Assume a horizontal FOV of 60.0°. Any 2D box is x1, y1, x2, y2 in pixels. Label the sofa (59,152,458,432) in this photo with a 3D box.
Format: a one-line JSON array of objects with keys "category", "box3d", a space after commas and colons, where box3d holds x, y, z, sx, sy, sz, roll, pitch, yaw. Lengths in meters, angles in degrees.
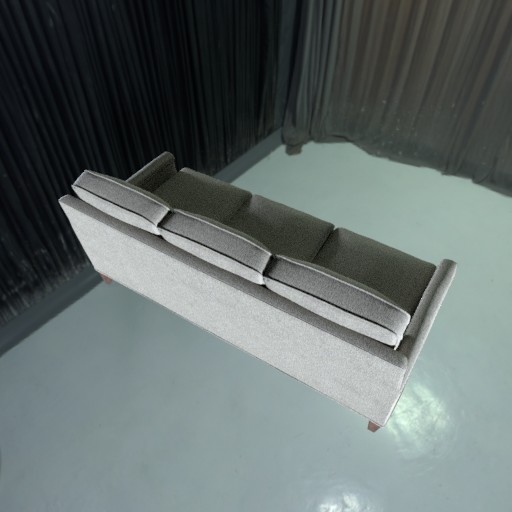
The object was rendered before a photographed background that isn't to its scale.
[{"category": "sofa", "box3d": [0.000, 0.000, 2.833, 2.246, 1.003, 1.084, 24, 50, 22]}]
